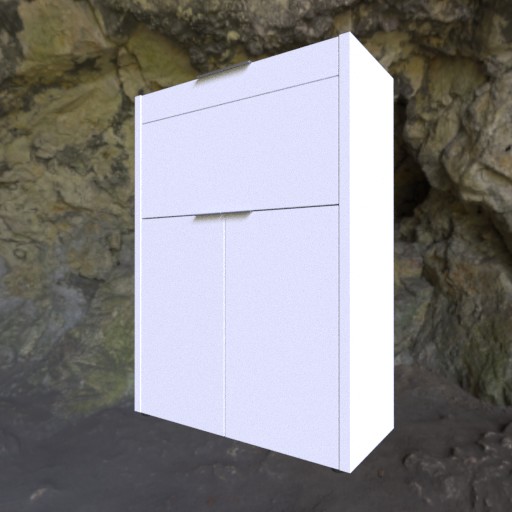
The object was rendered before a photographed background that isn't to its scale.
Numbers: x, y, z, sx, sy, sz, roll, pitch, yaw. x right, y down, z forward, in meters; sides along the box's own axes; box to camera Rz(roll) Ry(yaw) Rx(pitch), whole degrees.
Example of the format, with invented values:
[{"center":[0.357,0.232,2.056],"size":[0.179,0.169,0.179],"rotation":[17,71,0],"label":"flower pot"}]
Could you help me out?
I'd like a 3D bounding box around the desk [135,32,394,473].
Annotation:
[{"center":[0.000,0.000,1.564],"size":[0.850,1.190,0.390],"rotation":[0,0,34],"label":"desk"}]
